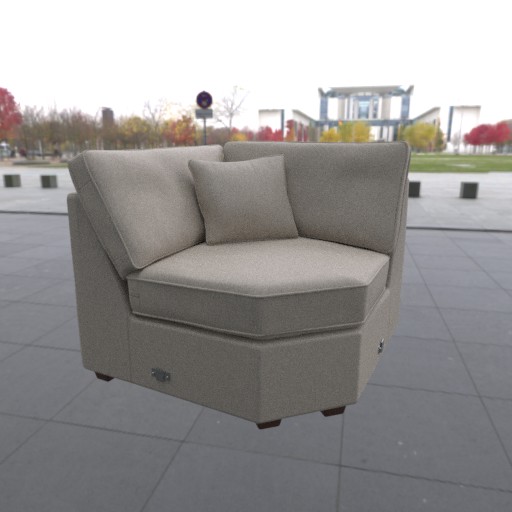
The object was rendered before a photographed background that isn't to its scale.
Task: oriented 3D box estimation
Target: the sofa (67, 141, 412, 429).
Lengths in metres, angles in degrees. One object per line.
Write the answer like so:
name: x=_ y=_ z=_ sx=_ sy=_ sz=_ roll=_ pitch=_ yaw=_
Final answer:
sofa: x=0.000 y=0.000 z=1.835 sx=1.042 sy=0.937 sz=1.050 roll=7 pitch=15 yaw=27
